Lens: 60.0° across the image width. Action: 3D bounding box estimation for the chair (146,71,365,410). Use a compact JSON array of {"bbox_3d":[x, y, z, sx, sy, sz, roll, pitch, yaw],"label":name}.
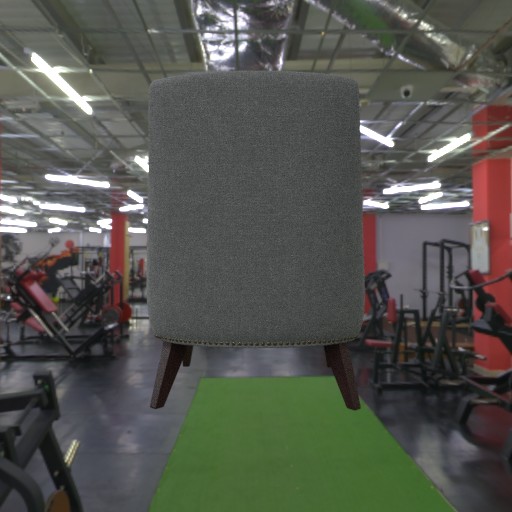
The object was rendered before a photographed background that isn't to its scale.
[{"bbox_3d":[0.000,0.000,1.499,0.701,0.909,0.861,0,-2,1],"label":"chair"}]
